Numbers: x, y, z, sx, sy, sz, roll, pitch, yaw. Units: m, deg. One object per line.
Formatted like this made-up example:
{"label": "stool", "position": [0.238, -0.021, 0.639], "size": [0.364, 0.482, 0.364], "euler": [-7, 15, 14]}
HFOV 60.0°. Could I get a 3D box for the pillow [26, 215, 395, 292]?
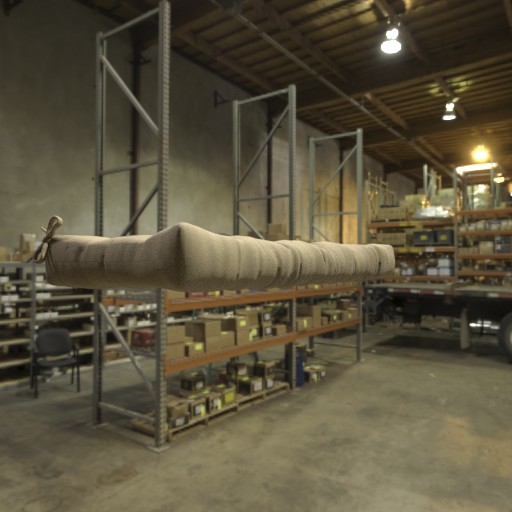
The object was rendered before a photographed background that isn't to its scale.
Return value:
{"label": "pillow", "position": [0.000, 0.000, 1.344], "size": [0.511, 0.174, 1.194], "euler": [-1, -1, 35]}
